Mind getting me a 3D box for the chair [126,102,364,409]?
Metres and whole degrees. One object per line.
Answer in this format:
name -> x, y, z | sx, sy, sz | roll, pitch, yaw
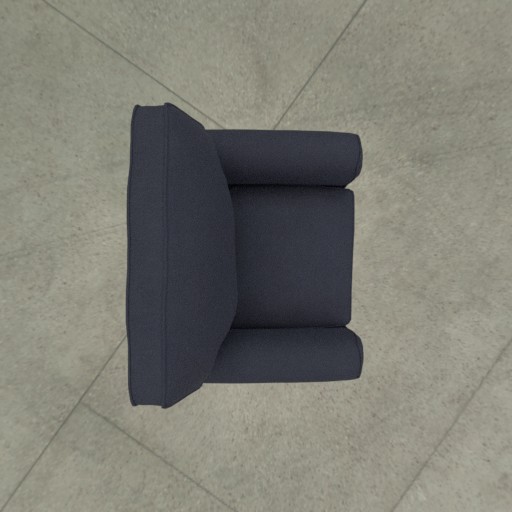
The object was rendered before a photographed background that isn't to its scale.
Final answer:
chair -> 0.000, 0.000, 2.003 | 1.002, 1.140, 1.119 | 0, 89, -1
